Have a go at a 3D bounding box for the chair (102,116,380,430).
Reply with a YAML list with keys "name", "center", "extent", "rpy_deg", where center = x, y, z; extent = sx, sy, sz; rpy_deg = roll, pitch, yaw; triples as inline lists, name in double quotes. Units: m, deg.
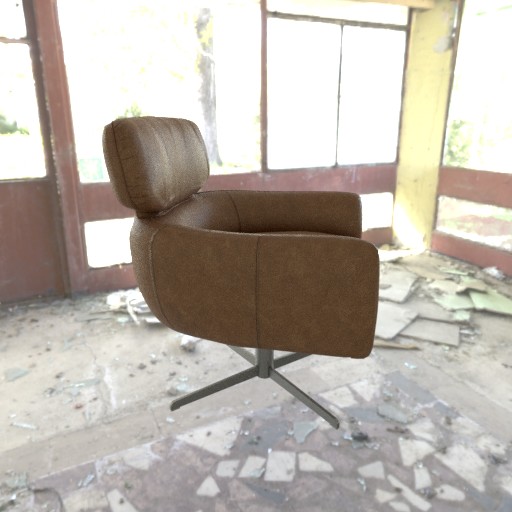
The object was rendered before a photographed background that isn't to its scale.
- name: "chair"
  center: [0.000, 0.000, 1.345]
  extent: [0.715, 0.812, 0.706]
  rpy_deg: [3, 18, 9]
